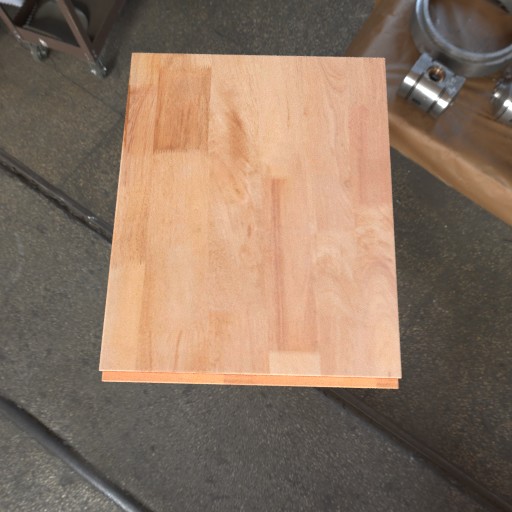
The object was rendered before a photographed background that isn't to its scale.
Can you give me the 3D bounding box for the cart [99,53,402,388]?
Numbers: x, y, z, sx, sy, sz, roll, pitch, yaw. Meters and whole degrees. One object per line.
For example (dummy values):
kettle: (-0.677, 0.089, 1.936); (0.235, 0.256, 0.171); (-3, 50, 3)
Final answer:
cart: (0.000, 0.000, 1.206); (0.508, 0.838, 0.640); (1, 76, 0)
